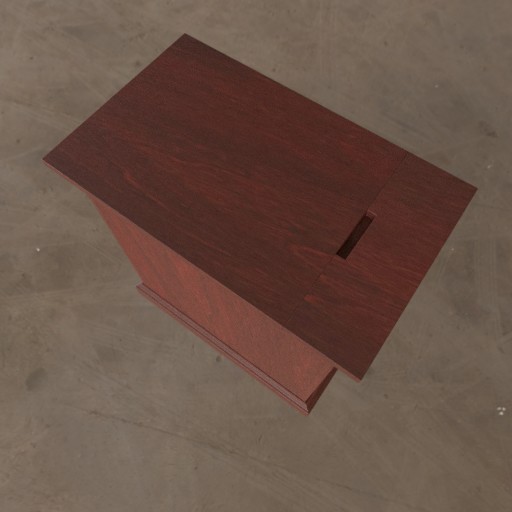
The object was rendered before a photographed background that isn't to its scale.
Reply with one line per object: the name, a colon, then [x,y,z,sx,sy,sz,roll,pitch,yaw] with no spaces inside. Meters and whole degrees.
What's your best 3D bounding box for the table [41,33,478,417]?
table: [0.000,0.000,0.969,0.584,0.612,0.356,33,69,14]
